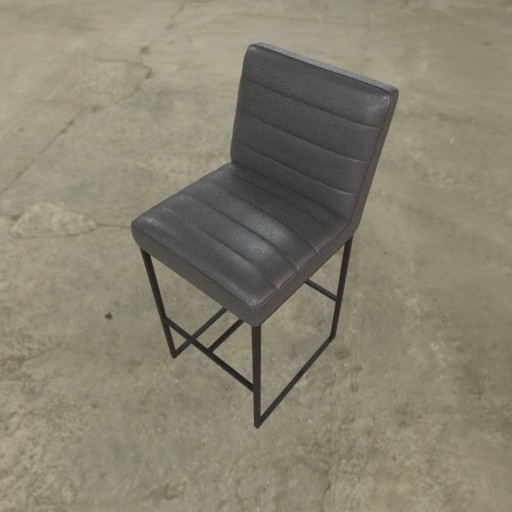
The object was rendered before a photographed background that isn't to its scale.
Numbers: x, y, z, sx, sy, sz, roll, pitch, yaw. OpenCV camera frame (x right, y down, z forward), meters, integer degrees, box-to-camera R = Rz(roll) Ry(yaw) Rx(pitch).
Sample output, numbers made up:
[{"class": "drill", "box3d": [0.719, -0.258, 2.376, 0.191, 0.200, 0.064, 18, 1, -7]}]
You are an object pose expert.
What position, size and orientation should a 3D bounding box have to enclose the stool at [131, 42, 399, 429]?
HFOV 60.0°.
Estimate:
[{"class": "stool", "box3d": [0.000, 0.000, 1.374, 0.457, 1.040, 0.552, 32, 55, 26]}]
